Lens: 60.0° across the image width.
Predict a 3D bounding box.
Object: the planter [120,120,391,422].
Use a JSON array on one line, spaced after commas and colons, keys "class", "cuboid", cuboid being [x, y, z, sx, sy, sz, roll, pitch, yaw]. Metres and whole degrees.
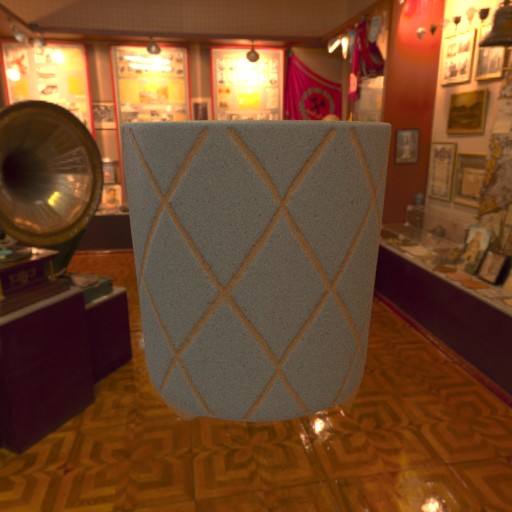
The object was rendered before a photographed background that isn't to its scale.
[{"class": "planter", "cuboid": [0.000, 0.000, 0.350, 0.191, 0.200, 0.191, 0, 15, 0]}]
